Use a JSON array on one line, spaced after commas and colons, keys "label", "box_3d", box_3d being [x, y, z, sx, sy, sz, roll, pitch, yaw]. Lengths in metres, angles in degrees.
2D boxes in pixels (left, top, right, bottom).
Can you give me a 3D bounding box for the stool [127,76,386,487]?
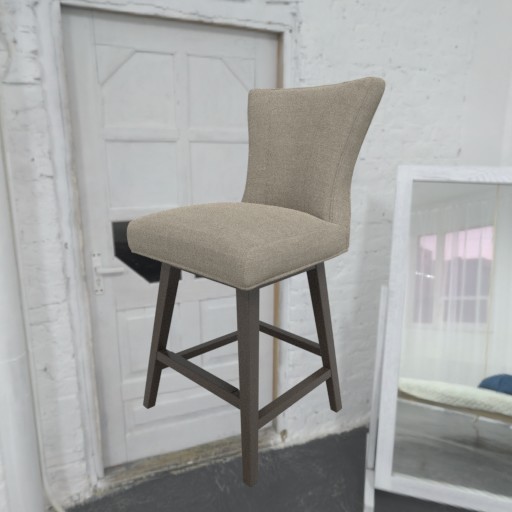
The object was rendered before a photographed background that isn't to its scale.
[{"label": "stool", "box_3d": [0.000, 0.000, 1.324, 0.514, 1.000, 0.574, 14, 21, 43]}]
